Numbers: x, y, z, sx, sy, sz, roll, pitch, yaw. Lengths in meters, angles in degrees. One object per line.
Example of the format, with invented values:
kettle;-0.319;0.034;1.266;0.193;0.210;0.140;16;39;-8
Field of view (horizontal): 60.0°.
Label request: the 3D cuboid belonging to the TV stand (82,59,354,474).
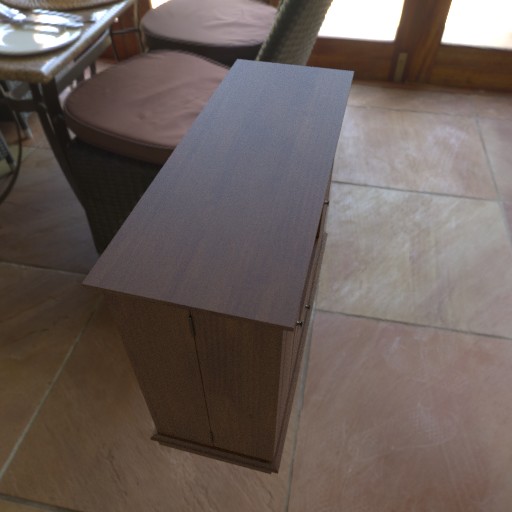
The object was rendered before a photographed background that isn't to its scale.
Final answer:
TV stand;0.000;0.000;1.450;0.406;0.813;1.067;10;47;10
